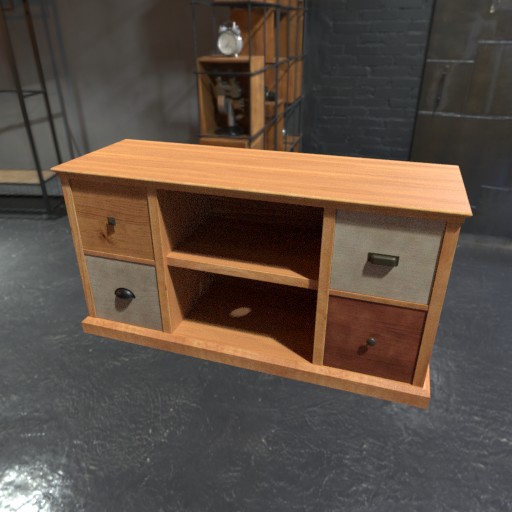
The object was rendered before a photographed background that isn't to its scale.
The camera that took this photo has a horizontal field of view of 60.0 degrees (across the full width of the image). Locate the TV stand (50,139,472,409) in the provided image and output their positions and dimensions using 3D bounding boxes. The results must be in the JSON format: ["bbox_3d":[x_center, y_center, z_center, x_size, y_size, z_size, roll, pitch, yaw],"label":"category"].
[{"bbox_3d":[0.000,0.000,1.485,1.181,0.607,0.417,9,29,16],"label":"TV stand"}]
